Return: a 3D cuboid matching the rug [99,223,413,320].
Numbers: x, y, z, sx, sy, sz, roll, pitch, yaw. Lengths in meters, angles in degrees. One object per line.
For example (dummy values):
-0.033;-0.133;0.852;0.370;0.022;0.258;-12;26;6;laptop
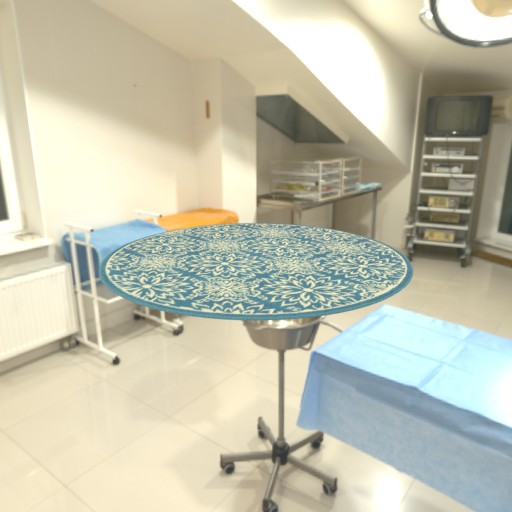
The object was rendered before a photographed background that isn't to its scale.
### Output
0.000;0.000;2.369;1.593;0.012;1.593;0;17;0;rug
